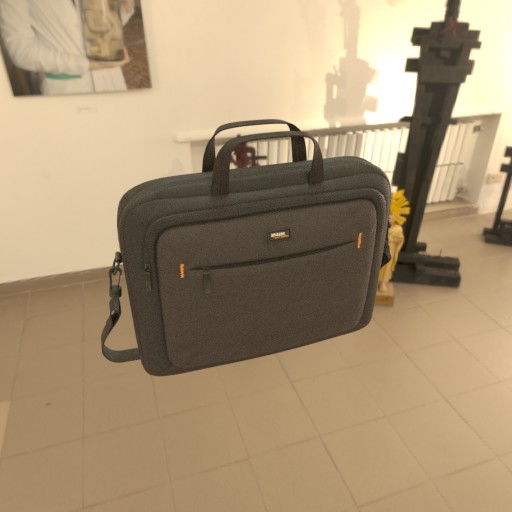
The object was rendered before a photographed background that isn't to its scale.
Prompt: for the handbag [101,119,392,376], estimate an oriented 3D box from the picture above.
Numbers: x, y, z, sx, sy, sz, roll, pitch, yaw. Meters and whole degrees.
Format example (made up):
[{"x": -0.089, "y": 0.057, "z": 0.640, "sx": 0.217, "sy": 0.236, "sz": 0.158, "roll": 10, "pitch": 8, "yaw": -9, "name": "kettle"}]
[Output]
[{"x": 0.000, "y": 0.000, "z": 0.434, "sx": 0.320, "sy": 0.244, "sz": 0.089, "roll": -10, "pitch": 32, "yaw": -16, "name": "handbag"}]
